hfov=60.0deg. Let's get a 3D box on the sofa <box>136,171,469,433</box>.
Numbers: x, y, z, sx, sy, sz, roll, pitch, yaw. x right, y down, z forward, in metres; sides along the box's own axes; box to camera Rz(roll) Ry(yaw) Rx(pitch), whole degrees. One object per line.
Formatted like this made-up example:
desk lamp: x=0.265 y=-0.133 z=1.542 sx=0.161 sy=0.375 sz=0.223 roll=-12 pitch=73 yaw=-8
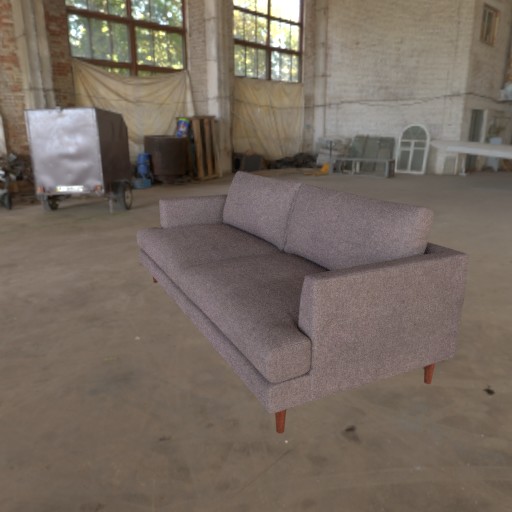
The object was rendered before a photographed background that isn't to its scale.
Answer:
sofa: x=0.000 y=0.000 z=2.757 sx=1.020 sy=0.868 sz=2.250 roll=-8 pitch=17 yaw=-25
